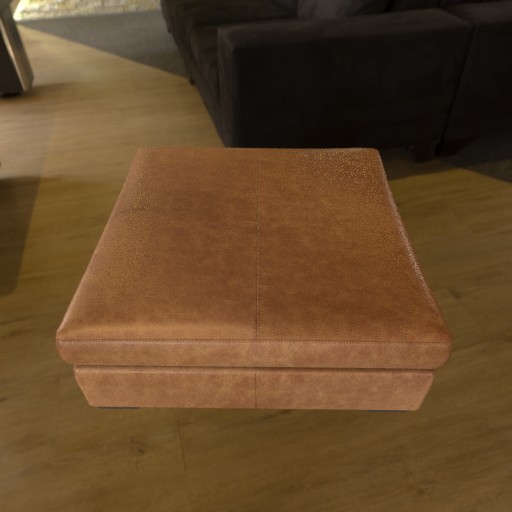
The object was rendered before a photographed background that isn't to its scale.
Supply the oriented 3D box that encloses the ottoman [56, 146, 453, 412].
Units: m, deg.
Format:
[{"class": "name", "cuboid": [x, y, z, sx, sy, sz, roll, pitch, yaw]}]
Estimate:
[{"class": "ottoman", "cuboid": [0.000, 0.000, 1.817, 1.168, 0.483, 1.169, 0, 42, 1]}]
